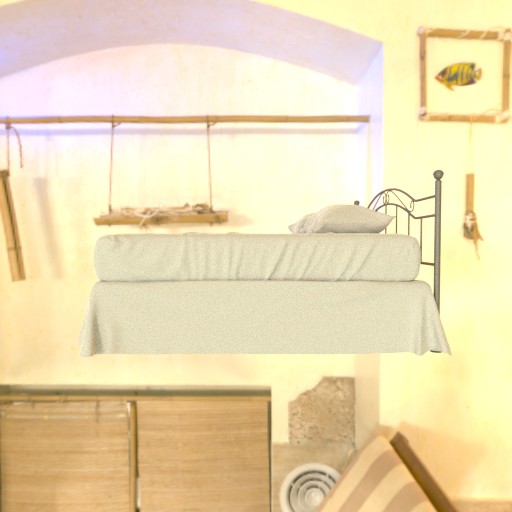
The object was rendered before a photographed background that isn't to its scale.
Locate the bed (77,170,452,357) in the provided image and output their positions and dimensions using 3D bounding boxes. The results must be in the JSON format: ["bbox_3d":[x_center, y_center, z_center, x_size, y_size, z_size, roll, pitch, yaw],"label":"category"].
[{"bbox_3d":[0.000,0.000,3.576,2.220,1.080,2.309,0,2,-1],"label":"bed"}]
